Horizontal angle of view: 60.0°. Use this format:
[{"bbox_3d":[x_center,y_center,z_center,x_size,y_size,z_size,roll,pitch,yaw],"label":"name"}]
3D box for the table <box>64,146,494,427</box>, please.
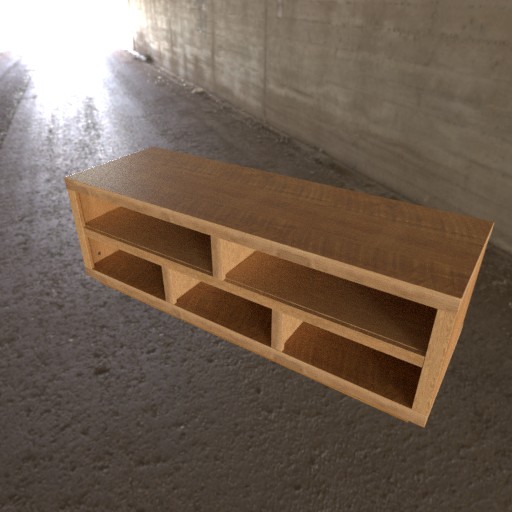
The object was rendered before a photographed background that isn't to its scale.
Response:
[{"bbox_3d":[0.000,0.000,1.717,1.499,0.491,0.499,18,35,28],"label":"table"}]
